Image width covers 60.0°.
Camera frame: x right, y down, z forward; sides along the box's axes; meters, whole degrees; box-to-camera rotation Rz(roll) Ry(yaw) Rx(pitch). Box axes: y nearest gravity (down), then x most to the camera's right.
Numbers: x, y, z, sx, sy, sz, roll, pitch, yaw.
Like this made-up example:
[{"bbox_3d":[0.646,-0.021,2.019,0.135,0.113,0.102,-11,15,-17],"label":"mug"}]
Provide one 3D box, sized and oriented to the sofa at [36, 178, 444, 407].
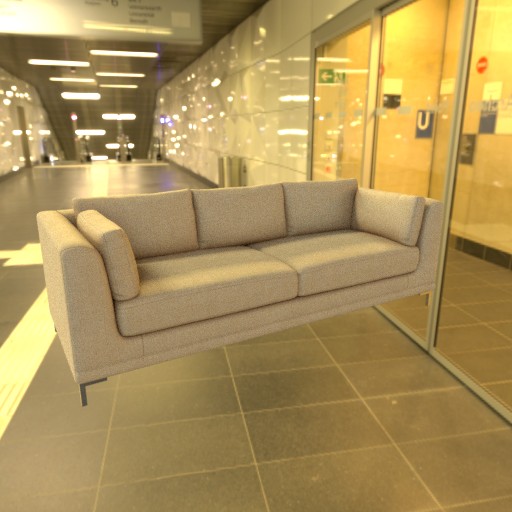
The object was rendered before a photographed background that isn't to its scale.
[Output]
[{"bbox_3d":[0.000,0.000,2.866,2.415,0.867,0.969,-9,18,-29],"label":"sofa"}]
